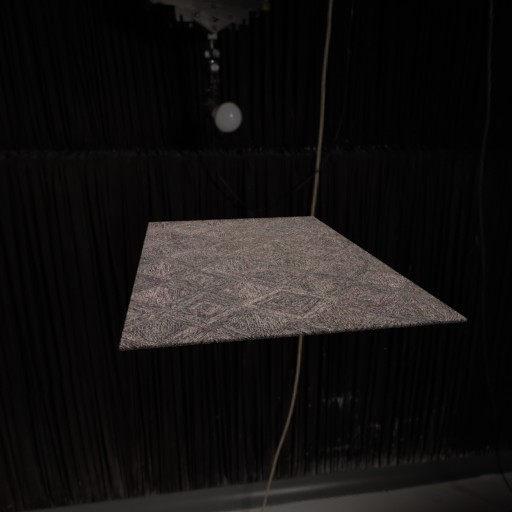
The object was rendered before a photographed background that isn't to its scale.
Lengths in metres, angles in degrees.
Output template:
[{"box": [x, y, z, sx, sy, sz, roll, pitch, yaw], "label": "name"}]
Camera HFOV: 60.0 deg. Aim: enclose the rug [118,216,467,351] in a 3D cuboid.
[{"box": [0.000, 0.000, 2.930, 1.501, 0.017, 2.298, -3, 17, -10], "label": "rug"}]
